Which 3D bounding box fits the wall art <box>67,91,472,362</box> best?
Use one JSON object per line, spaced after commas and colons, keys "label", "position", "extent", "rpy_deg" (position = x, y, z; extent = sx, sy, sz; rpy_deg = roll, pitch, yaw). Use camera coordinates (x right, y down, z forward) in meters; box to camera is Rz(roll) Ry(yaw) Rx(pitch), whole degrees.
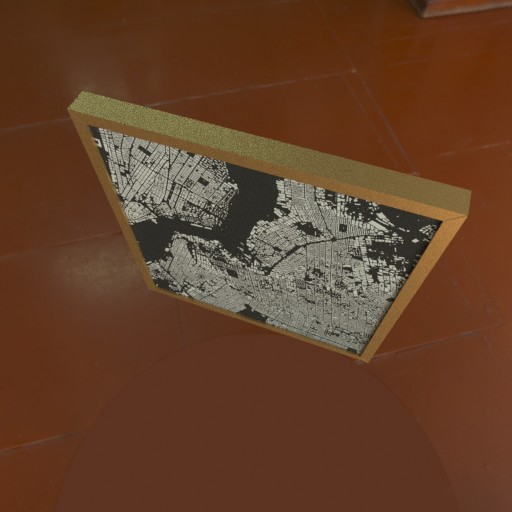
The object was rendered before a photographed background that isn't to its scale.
{"label": "wall art", "position": [0.000, 0.000, 1.913], "extent": [1.284, 1.284, 0.095], "rpy_deg": [17, 60, 10]}
